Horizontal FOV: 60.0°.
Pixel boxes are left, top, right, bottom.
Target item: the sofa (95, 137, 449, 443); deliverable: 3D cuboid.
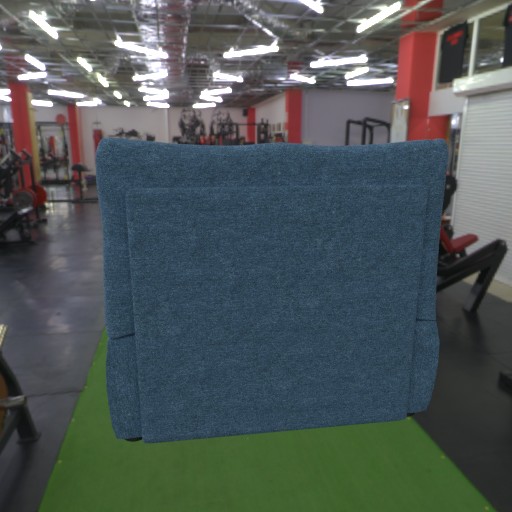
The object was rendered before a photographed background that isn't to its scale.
[{"bbox_3d":[0.000,0.000,1.628,0.930,0.820,1.000,-2,14,-8],"label":"sofa"}]
